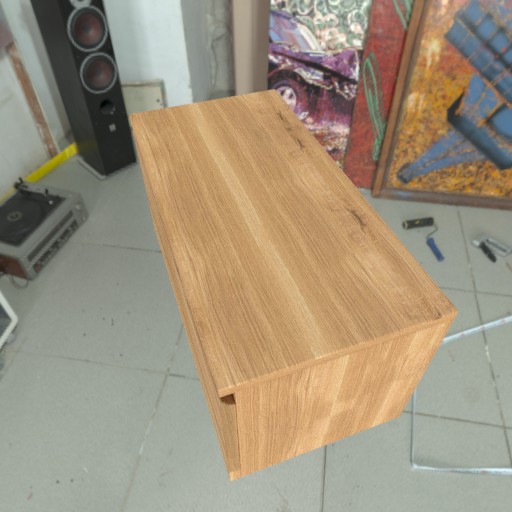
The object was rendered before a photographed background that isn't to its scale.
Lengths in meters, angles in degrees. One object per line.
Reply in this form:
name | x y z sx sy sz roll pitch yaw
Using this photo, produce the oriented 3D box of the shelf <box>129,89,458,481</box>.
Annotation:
shelf | 0.000 0.000 1.062 0.400 0.400 0.800 -15 49 -13
